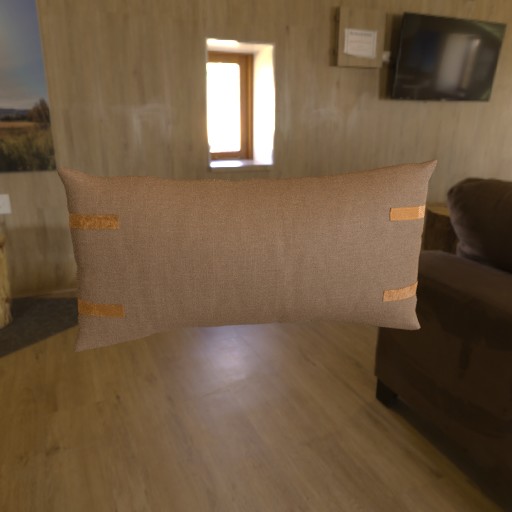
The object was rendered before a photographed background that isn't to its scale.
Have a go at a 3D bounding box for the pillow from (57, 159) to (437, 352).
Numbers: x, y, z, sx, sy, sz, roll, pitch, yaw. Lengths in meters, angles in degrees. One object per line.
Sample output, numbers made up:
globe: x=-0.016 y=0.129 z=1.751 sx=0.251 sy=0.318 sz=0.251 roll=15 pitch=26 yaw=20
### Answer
pillow: x=0.000 y=0.000 z=0.736 sx=0.612 sy=0.308 sz=0.148 roll=-2 pitch=17 yaw=-8
